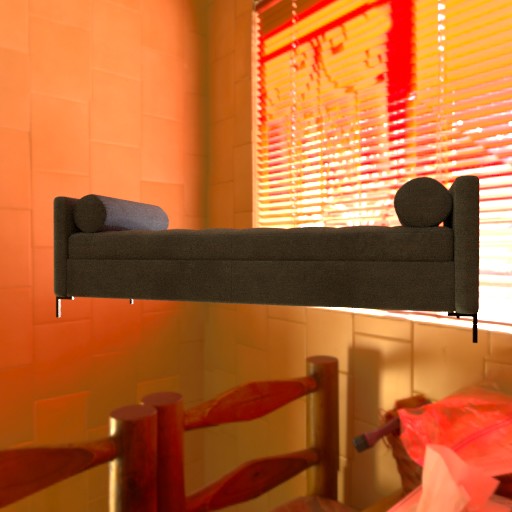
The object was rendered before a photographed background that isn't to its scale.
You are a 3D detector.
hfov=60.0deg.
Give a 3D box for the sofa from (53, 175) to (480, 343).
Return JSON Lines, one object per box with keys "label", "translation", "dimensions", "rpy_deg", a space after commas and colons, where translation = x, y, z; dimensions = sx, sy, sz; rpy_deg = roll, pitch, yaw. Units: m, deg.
{"label": "sofa", "translation": [0.000, 0.000, 2.273], "dimensions": [1.981, 0.635, 0.686], "rpy_deg": [0, 1, 19]}
